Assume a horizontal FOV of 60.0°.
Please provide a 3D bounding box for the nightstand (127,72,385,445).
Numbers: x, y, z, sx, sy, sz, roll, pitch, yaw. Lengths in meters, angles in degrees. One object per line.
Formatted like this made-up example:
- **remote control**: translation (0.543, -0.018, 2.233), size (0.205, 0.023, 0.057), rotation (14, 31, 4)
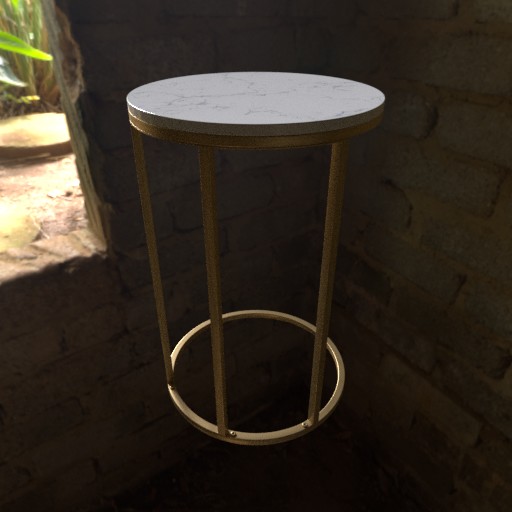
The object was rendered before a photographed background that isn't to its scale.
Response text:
- **nightstand**: translation (0.000, 0.000, 0.863), size (0.400, 0.610, 0.400), rotation (10, 32, 16)
